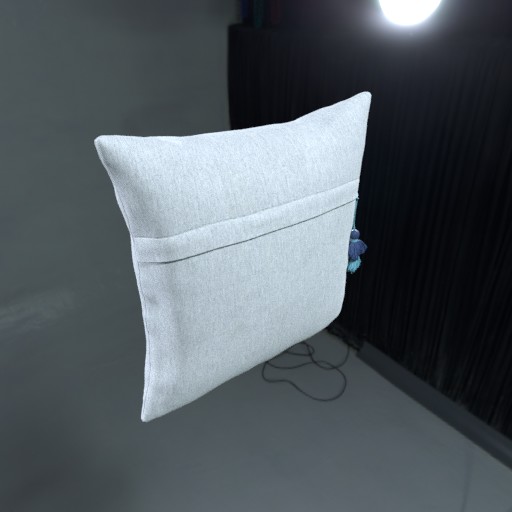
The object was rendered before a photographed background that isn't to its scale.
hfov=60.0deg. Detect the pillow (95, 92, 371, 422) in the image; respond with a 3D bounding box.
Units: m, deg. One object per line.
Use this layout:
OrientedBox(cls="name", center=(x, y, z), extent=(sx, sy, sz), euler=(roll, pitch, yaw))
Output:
OrientedBox(cls="pillow", center=(0.000, 0.000, 0.677), extent=(0.433, 0.436, 0.173), euler=(-22, 36, -33))
